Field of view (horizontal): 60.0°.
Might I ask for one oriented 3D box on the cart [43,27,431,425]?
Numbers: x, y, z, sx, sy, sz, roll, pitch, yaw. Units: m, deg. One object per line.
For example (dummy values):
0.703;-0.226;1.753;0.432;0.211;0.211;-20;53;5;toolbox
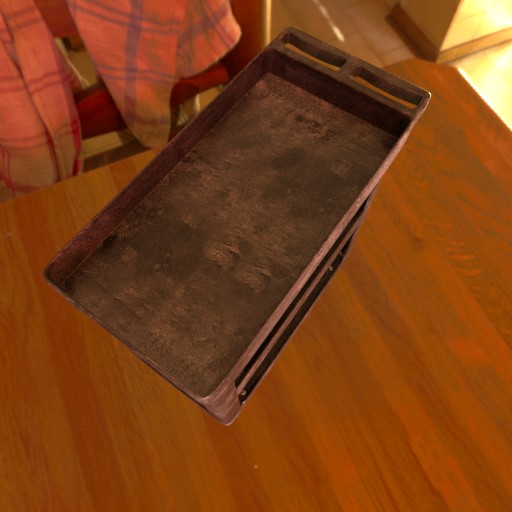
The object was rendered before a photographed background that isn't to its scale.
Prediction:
0.000;0.000;1.327;0.420;0.824;0.877;33;69;14;cart
